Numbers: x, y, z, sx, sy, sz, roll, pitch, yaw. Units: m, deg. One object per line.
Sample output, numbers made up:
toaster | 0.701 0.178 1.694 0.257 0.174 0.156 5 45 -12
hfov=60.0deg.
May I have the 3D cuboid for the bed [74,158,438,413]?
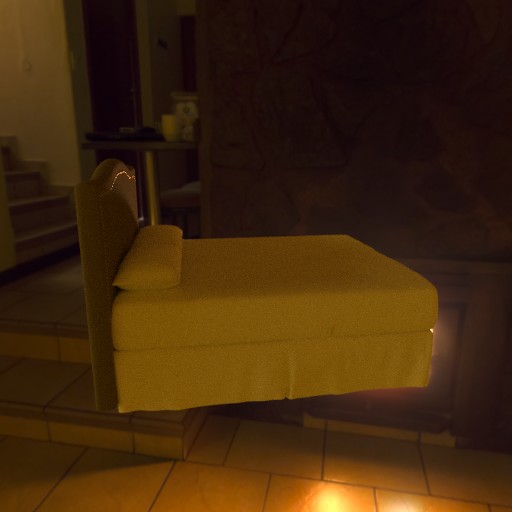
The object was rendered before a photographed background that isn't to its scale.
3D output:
bed | 0.000 0.000 3.204 2.036 1.387 1.666 -2 14 -8
